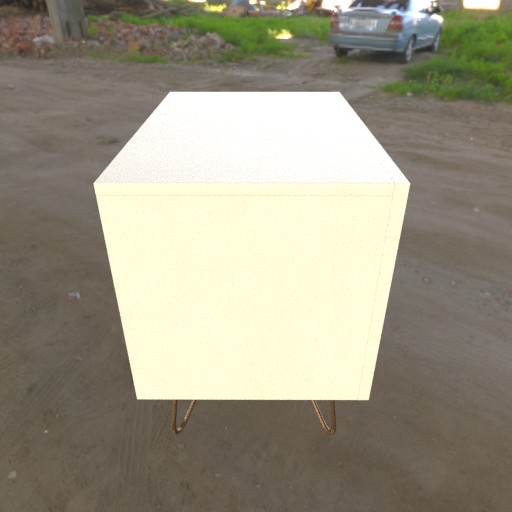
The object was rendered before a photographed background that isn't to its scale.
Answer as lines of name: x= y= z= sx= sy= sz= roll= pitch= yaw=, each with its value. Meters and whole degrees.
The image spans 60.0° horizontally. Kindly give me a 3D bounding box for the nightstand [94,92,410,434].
nightstand: x=0.000 y=0.000 z=1.022 sx=0.447 sy=0.604 sz=0.614 roll=0 pitch=31 yaw=0
